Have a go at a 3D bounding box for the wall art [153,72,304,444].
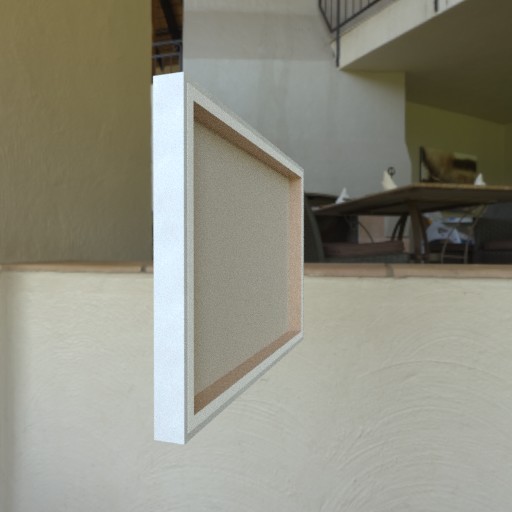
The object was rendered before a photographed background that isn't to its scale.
[{"bbox_3d":[0.000,0.000,0.778,0.038,0.407,0.609,0,1,18],"label":"wall art"}]
